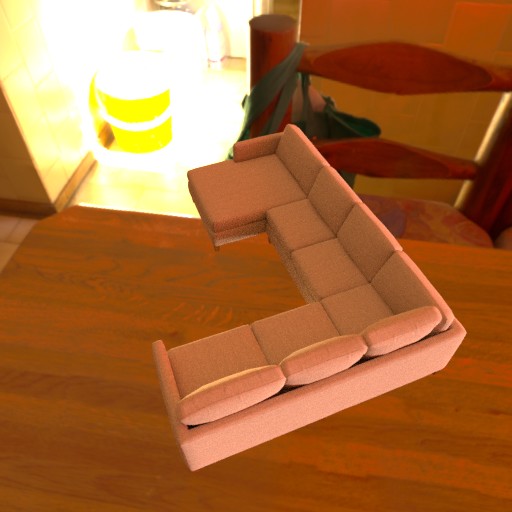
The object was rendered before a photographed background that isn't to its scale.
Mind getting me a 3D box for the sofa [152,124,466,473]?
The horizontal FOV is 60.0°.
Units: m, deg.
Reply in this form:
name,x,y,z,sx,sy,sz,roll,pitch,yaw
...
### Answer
name,x,y,z,sx,sy,sz,roll,pitch,yaw
sofa,0.000,0.000,4.734,2.594,0.961,3.460,-16,50,-14
